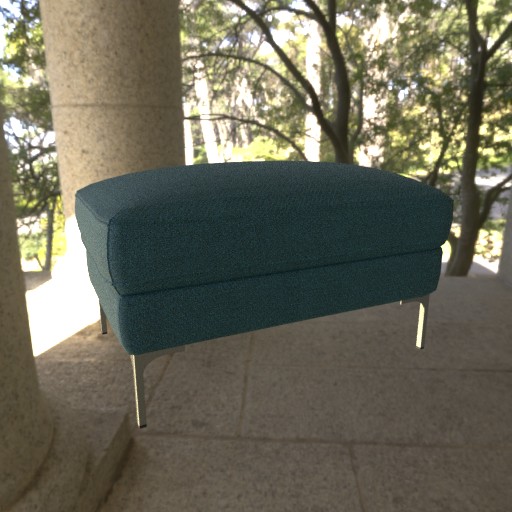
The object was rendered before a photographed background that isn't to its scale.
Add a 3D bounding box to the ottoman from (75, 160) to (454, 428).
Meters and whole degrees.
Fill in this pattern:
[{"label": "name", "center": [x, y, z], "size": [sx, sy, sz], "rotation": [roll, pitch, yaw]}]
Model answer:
[{"label": "ottoman", "center": [0.000, 0.000, 1.195], "size": [0.856, 0.498, 0.563], "rotation": [-7, 16, -26]}]
